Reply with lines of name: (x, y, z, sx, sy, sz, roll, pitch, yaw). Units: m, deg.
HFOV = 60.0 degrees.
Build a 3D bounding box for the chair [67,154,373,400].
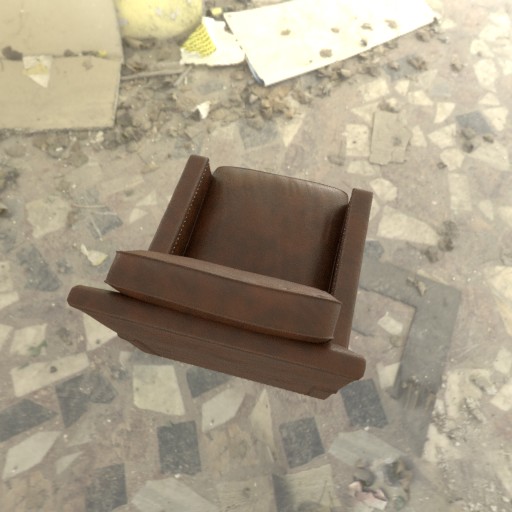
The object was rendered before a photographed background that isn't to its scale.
chair: (0.000, 0.000, 1.829, 0.854, 1.054, 1.035, 13, 62, 7)
